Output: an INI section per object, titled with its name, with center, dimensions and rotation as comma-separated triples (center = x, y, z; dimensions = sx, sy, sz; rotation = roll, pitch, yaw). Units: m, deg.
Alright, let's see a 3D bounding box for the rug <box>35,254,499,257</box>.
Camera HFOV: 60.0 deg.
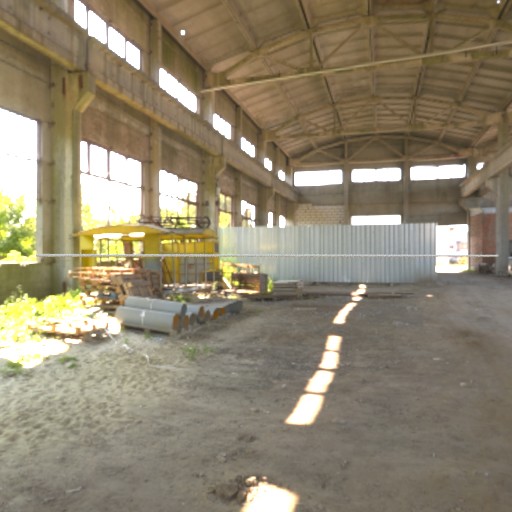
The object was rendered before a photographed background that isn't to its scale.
[rug]
center = 0.000, 0.000, 2.228
dimensions = 1.827, 0.008, 1.225
rotation = 0, 0, -18
